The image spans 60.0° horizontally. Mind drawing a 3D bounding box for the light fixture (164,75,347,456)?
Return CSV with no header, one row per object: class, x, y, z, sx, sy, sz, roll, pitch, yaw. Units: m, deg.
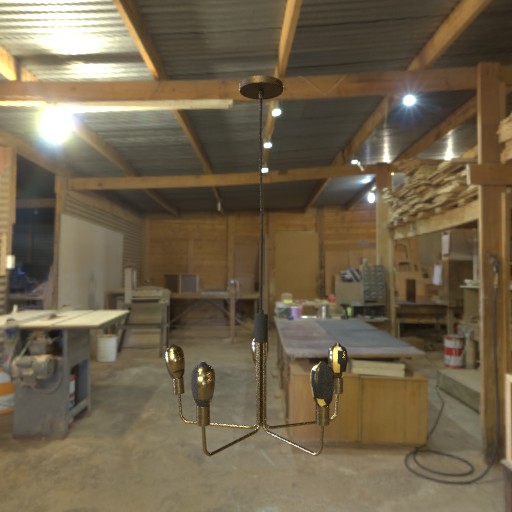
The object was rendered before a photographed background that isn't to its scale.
light fixture,0.000,0.000,1.380,0.588,1.059,0.532,0,-2,0
